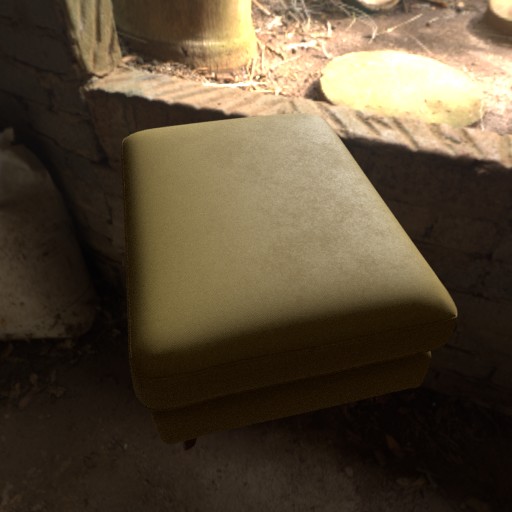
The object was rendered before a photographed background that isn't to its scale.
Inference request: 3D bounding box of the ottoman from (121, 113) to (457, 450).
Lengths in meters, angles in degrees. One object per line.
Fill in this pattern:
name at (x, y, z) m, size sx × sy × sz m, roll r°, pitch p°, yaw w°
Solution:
ottoman at (0.000, 0.000, 1.128) m, size 0.608 × 0.449 × 0.811 m, roll -9°, pitch 46°, yaw -9°
